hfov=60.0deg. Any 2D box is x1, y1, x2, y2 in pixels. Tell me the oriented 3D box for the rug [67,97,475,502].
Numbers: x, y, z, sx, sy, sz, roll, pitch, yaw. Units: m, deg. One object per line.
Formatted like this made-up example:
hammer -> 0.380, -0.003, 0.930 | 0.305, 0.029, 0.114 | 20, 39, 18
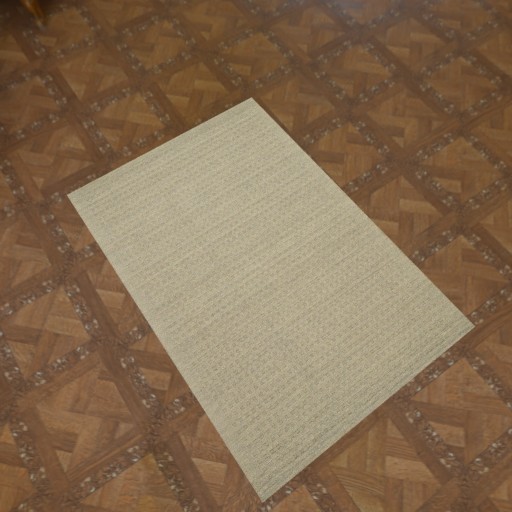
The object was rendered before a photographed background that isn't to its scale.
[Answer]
rug -> 0.000, 0.000, 3.606 | 1.981, 0.006, 2.895 | -33, 68, -15
